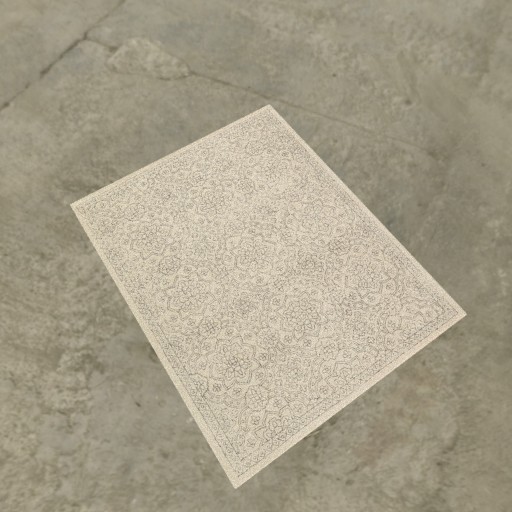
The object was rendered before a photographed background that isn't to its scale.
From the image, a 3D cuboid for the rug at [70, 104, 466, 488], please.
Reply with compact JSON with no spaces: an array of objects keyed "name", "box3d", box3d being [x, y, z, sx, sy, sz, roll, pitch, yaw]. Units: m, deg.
[{"name":"rug","box3d":[0.000,0.000,4.180,2.441,0.015,3.050,-31,67,-15]}]
